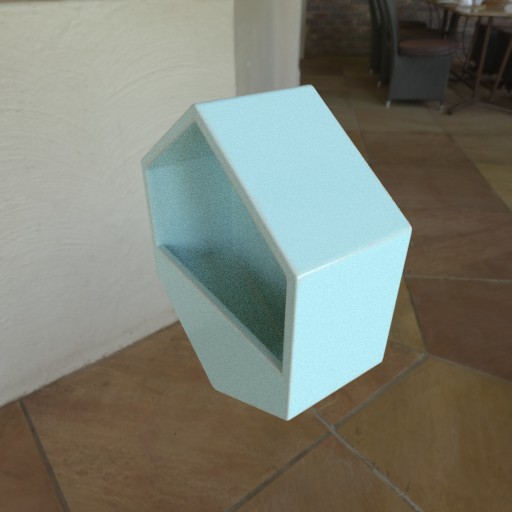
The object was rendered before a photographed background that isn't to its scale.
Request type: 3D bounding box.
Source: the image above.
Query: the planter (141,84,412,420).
[{"bbox_3d":[0.000,0.000,0.292,0.078,0.207,0.169,-21,39,-29],"label":"planter"}]
